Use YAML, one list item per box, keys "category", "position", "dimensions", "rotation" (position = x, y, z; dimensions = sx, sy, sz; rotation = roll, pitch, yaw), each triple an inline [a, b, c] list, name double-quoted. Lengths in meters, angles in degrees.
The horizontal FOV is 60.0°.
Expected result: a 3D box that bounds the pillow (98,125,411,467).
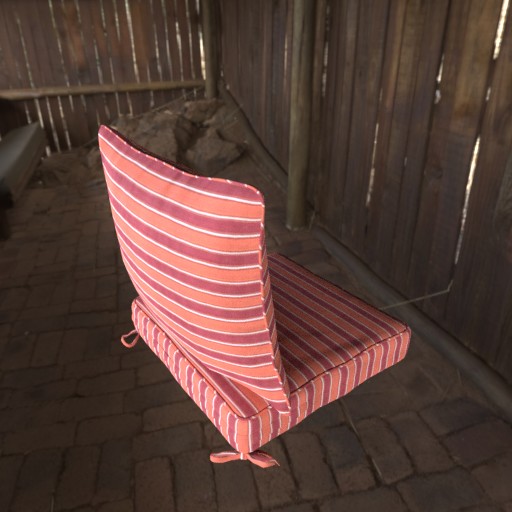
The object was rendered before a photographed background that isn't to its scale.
- category: "pillow"
  position: [0.000, 0.000, 1.328]
  dimensions: [0.733, 0.723, 0.799]
  rotation: [-18, 32, -32]
